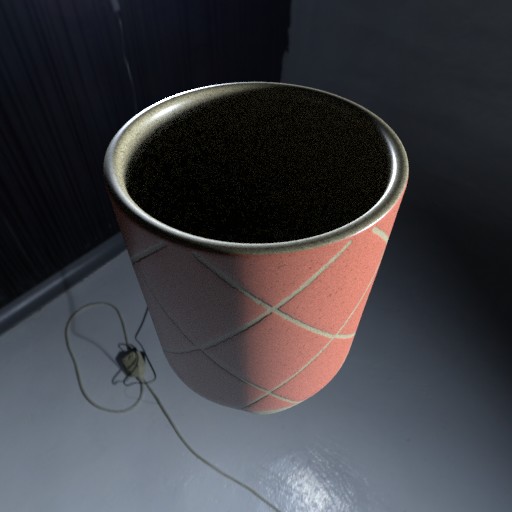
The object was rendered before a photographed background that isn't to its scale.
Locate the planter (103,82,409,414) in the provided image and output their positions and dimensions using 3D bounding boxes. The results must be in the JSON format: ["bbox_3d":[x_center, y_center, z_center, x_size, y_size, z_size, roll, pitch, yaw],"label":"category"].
[{"bbox_3d":[0.000,0.000,0.354,0.191,0.200,0.191,0,46,0],"label":"planter"}]
